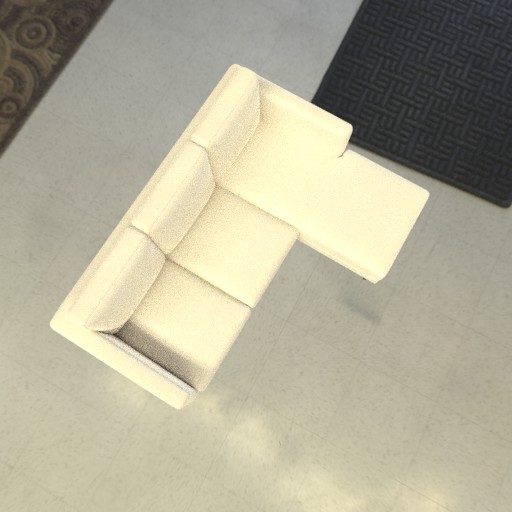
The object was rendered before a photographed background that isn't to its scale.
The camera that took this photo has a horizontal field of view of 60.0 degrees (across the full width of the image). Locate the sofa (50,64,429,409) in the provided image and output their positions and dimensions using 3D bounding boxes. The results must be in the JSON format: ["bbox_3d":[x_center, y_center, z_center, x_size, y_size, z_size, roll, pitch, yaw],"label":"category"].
[{"bbox_3d":[0.000,0.000,2.855,1.580,0.899,2.029,30,78,7],"label":"sofa"}]
